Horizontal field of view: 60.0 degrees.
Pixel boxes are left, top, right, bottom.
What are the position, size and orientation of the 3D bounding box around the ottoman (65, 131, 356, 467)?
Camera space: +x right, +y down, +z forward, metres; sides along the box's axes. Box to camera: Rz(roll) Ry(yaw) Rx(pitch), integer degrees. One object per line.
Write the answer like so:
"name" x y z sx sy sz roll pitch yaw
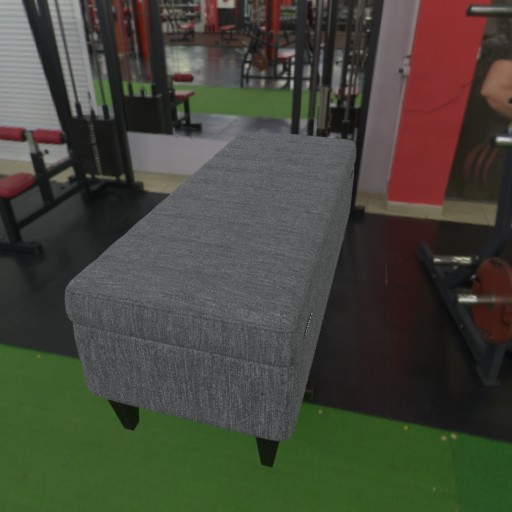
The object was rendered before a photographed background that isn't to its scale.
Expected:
"ottoman" 0.000 0.000 1.380 0.482 0.469 1.151 9 32 14
